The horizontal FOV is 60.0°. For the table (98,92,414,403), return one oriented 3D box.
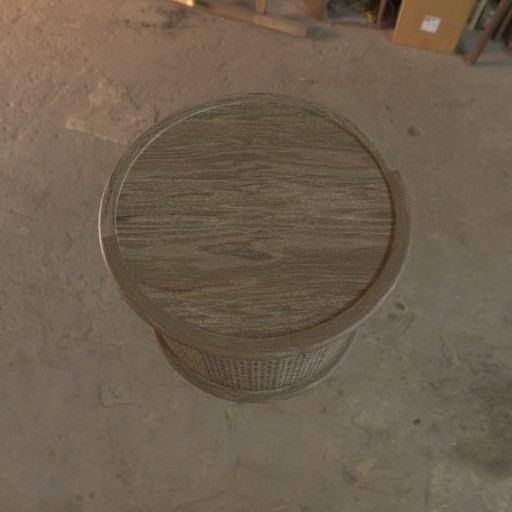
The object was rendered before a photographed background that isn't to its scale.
[{"bbox_3d":[0.000,0.000,1.055,0.607,0.450,0.607,0,63,0],"label":"table"}]
